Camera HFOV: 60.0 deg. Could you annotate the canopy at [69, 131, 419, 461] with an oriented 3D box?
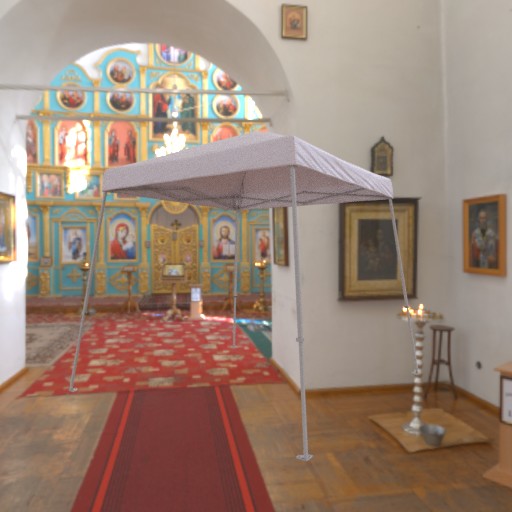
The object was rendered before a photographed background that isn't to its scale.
[{"bbox_3d":[0.000,0.000,5.047,2.849,2.850,2.850,0,0,35],"label":"canopy"}]
